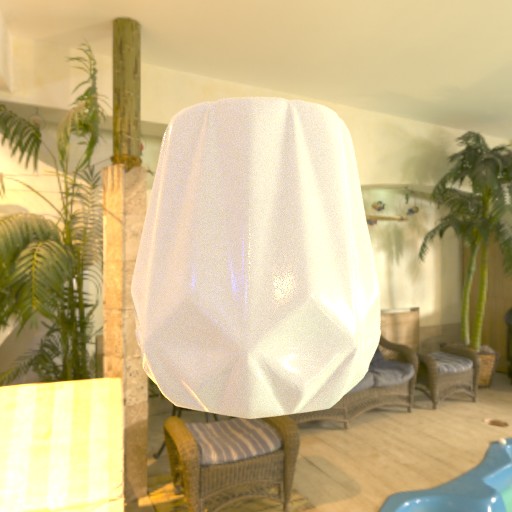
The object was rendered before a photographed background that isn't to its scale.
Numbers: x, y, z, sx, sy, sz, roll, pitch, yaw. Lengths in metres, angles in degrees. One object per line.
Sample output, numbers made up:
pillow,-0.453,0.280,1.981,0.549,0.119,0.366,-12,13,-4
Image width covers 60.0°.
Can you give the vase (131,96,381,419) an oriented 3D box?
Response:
vase,0.000,0.000,0.258,0.141,0.152,0.141,0,0,0
